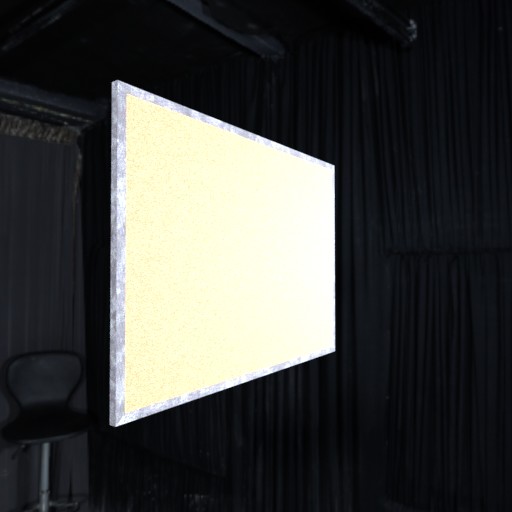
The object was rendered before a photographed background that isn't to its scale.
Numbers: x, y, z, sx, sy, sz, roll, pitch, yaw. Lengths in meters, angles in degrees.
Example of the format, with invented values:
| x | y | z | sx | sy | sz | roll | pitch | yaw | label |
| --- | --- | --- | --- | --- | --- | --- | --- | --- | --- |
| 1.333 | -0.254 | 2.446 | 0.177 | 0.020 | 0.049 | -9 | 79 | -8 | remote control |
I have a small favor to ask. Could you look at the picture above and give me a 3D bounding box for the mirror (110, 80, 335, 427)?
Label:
| x | y | z | sx | sy | sz | roll | pitch | yaw | label |
| --- | --- | --- | --- | --- | --- | --- | --- | --- | --- |
| 0.000 | 0.000 | 1.464 | 0.022 | 0.795 | 1.101 | -1 | -1 | 37 | mirror |
